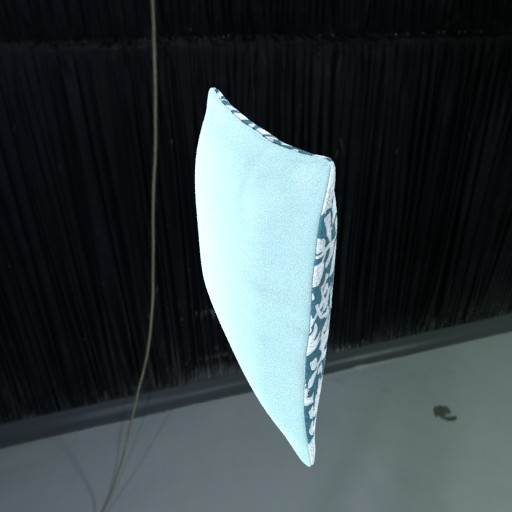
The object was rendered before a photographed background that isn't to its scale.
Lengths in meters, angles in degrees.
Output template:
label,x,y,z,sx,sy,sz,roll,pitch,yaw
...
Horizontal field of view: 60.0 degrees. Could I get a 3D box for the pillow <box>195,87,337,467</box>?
label,x,y,z,sx,sy,sz,roll,pitch,yaw
pillow,0.000,0.000,0.806,0.166,0.508,0.525,-9,31,-16
